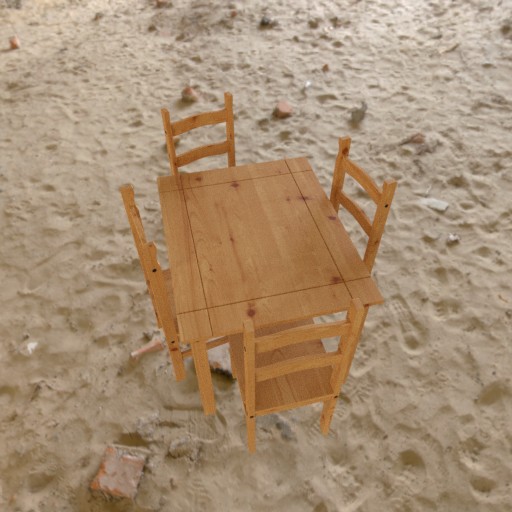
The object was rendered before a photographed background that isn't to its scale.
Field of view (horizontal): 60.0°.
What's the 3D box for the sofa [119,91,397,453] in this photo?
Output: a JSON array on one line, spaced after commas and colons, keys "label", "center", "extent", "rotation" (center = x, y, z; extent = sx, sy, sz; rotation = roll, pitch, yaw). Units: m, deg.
[{"label": "sofa", "center": [0.000, 0.000, 2.240], "extent": [1.144, 1.000, 1.529], "rotation": [-10, 48, -9]}]
